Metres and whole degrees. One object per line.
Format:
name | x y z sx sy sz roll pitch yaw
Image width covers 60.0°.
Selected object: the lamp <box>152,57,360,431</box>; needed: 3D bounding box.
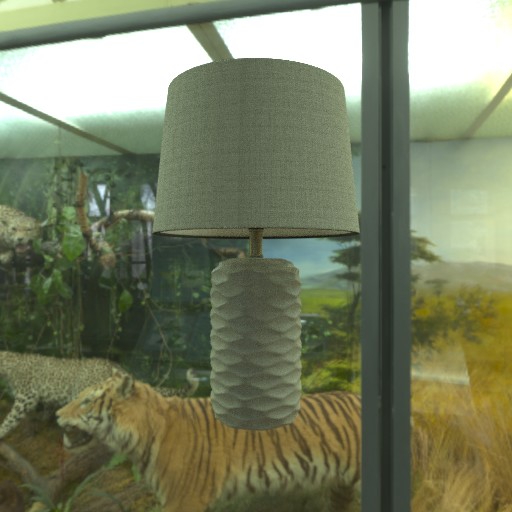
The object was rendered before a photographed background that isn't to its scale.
lamp | 0.000 0.000 0.824 0.376 0.594 0.376 0 0 0
